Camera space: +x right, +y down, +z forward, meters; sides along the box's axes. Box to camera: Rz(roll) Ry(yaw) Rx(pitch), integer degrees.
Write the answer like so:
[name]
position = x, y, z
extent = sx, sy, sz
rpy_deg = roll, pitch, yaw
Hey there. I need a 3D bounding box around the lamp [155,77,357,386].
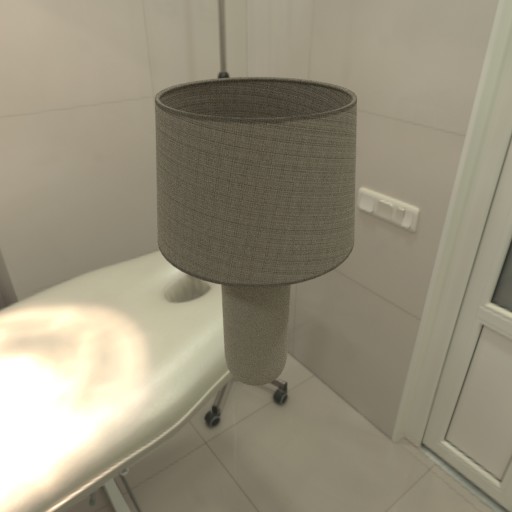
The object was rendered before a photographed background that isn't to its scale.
[lamp]
position = 0.000, 0.000, 0.869
extent = 0.367, 0.609, 0.367
rpy_deg = 0, 31, 0
